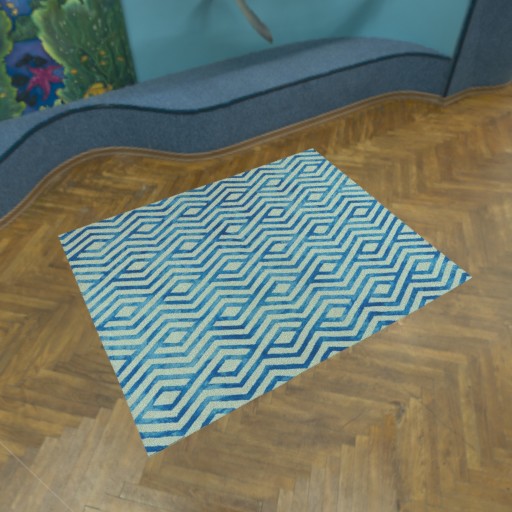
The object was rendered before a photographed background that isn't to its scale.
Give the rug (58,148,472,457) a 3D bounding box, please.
[{"bbox_3d":[0.000,0.000,4.151,3.059,0.008,2.453,-23,50,-21],"label":"rug"}]
